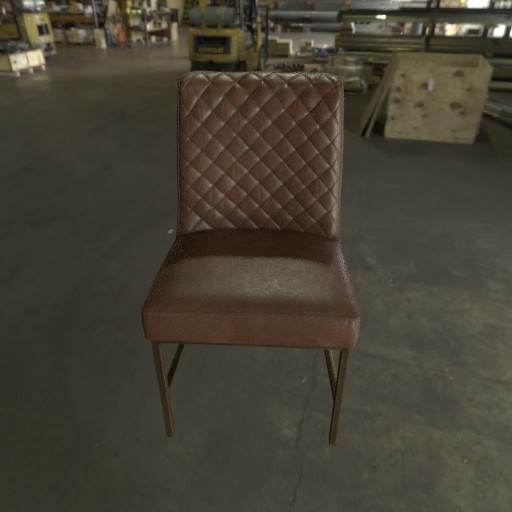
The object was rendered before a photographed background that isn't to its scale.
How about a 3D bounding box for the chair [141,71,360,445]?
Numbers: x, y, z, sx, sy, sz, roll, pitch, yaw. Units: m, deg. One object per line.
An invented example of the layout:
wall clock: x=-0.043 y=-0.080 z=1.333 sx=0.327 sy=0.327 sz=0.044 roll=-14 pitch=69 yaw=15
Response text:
chair: x=0.000 y=0.000 z=1.247 sx=0.508 sy=0.889 sz=0.587 roll=2 pitch=31 yaw=3
